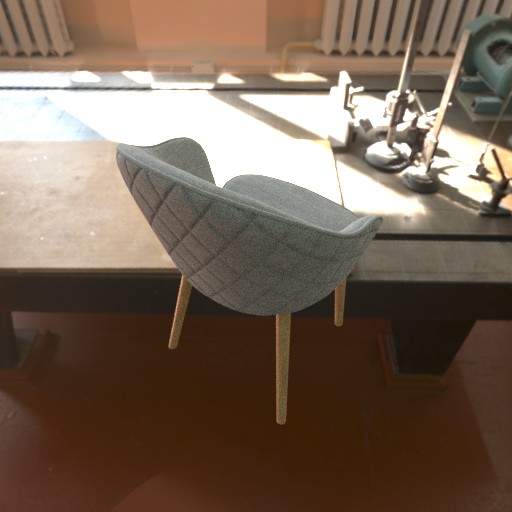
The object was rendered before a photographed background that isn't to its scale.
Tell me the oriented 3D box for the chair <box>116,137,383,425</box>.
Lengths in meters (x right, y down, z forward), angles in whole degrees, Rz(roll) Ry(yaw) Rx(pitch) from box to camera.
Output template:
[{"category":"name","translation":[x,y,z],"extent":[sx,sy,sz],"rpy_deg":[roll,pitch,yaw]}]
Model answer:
[{"category":"chair","translation":[0.000,0.000,1.146],"extent":[0.540,0.800,0.530],"rpy_deg":[27,51,24]}]
